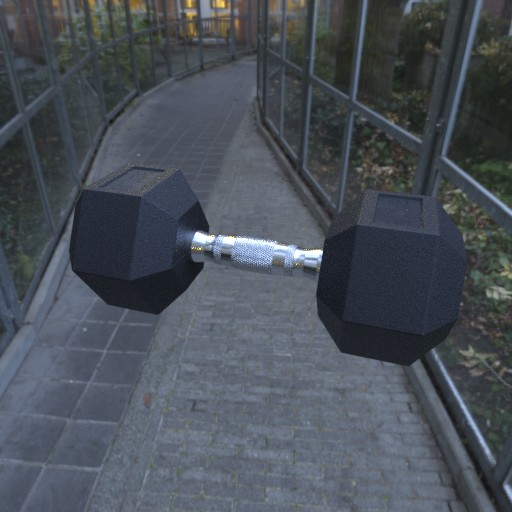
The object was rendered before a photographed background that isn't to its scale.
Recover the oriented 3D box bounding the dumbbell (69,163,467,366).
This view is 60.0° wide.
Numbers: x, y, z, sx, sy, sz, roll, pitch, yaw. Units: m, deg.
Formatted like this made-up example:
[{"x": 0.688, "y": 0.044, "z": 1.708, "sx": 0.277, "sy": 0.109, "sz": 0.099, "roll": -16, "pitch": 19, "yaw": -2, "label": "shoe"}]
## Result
[{"x": 0.000, "y": 0.000, "z": 0.403, "sx": 0.337, "sy": 0.123, "sz": 0.142, "roll": 9, "pitch": 31, "yaw": 15, "label": "dumbbell"}]
